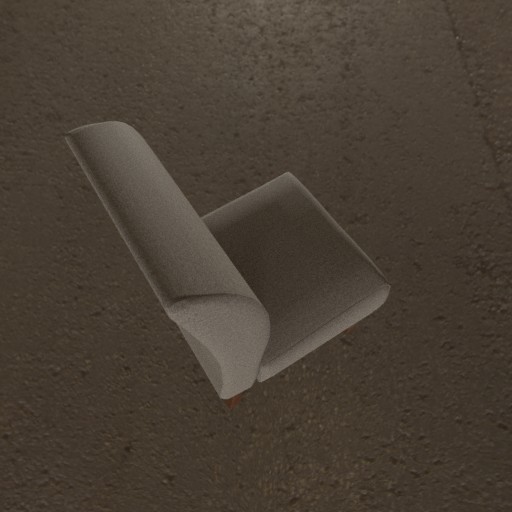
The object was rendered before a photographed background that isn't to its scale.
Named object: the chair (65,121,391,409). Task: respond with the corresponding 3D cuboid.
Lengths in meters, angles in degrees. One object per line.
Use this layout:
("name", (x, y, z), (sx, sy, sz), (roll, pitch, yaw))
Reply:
("chair", (0.000, 0.000, 1.159), (0.592, 0.804, 0.513), (-30, 63, -17))
